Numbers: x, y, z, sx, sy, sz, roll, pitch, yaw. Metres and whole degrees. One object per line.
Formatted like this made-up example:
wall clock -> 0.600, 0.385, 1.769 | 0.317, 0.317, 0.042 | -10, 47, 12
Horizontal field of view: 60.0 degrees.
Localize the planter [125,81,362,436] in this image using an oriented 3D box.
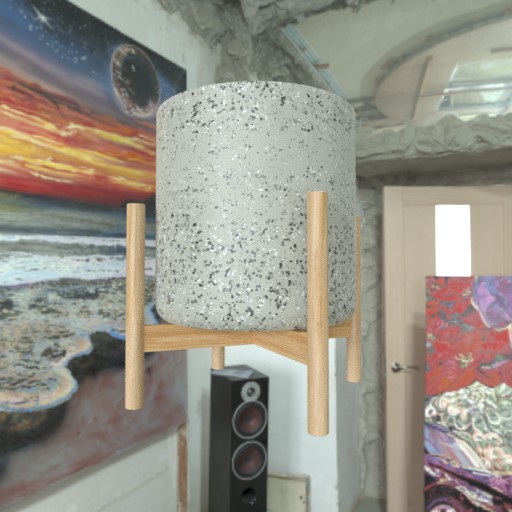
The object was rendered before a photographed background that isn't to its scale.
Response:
planter -> 0.000, 0.000, 0.686 | 0.360, 0.419, 0.360 | 0, -2, -1
